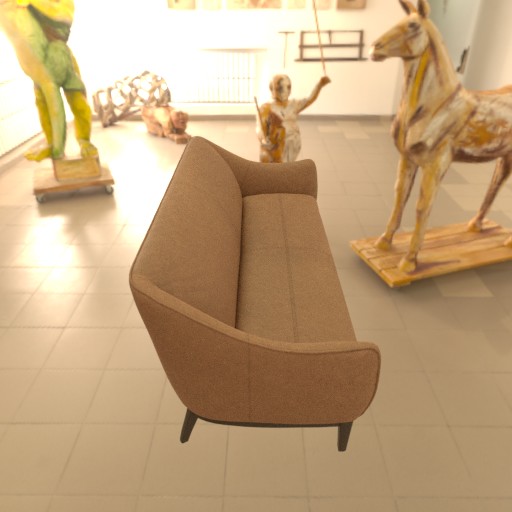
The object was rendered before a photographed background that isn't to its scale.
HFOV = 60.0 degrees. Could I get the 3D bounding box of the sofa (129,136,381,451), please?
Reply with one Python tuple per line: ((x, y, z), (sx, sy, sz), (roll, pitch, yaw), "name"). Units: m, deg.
((0.000, 0.000, 2.363), (0.869, 0.830, 1.928), (0, 31, 0), "sofa")
